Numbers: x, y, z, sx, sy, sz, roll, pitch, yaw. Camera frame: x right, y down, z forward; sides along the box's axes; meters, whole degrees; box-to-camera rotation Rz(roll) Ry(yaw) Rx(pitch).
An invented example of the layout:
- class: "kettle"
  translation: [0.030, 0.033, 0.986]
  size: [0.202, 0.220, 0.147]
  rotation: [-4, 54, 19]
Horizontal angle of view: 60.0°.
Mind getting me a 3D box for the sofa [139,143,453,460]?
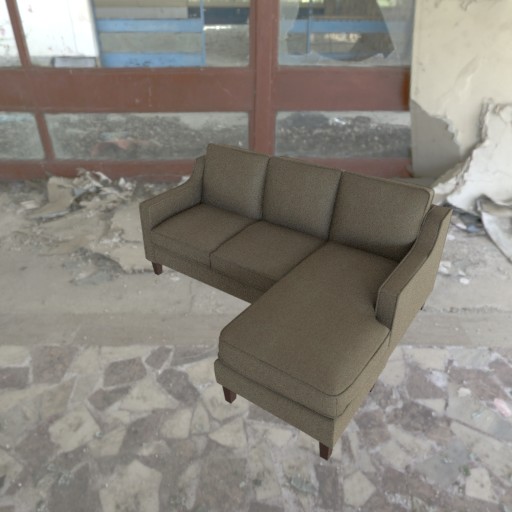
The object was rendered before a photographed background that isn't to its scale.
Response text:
- class: "sofa"
  translation: [0.000, 0.000, 3.348]
  size: [2.317, 1.081, 1.858]
  rotation: [20, 36, 30]
